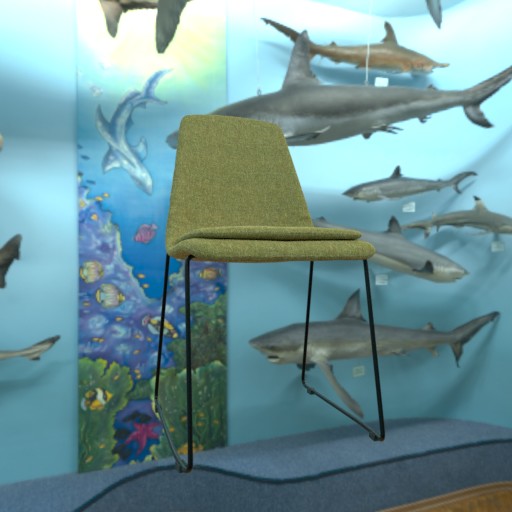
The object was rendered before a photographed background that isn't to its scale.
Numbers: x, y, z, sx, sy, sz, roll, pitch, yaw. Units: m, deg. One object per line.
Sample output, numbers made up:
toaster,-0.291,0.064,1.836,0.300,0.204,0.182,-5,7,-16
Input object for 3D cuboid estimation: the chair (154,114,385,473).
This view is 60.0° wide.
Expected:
chair,0.000,0.000,1.140,0.479,0.849,0.496,0,1,-19
